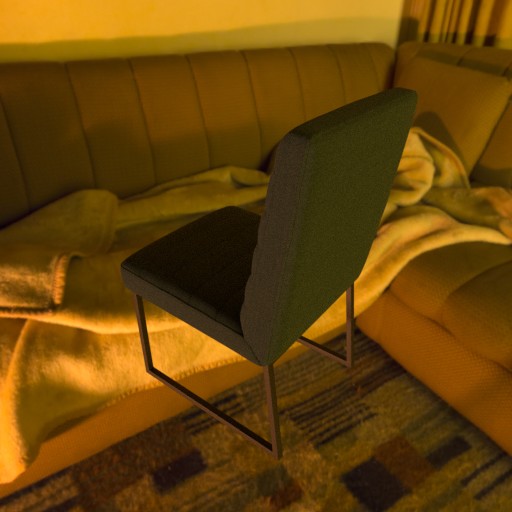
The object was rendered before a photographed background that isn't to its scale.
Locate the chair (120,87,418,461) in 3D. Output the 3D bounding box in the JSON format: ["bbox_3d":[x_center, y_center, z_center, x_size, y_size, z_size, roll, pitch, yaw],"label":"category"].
[{"bbox_3d":[0.000,0.000,1.288,0.634,0.930,0.520,21,37,31],"label":"chair"}]
